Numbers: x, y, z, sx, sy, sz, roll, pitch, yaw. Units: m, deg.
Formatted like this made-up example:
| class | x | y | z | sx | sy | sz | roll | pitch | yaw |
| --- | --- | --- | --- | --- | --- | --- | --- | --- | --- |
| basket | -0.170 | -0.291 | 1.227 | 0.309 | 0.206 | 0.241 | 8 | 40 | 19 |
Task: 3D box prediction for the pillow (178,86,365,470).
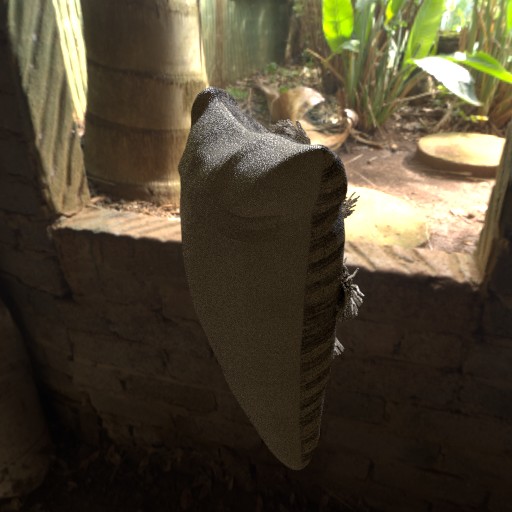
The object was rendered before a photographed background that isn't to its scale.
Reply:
| class | x | y | z | sx | sy | sz | roll | pitch | yaw |
| --- | --- | --- | --- | --- | --- | --- | --- | --- | --- |
| pillow | 0.000 | 0.000 | 0.750 | 0.234 | 0.490 | 0.484 | -9 | 30 | -16 |
